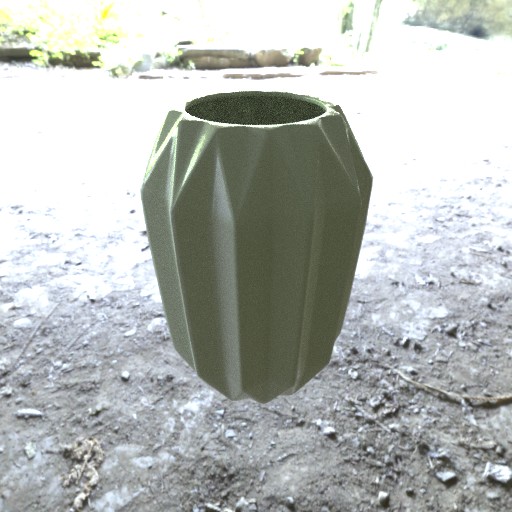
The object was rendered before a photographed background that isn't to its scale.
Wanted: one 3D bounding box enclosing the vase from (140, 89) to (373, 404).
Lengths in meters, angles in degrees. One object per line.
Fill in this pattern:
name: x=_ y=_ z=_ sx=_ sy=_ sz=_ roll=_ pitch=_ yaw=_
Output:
vase: x=0.000 y=0.000 z=0.417 sx=0.195 sy=0.275 sz=0.195 roll=0 pitch=32 yaw=0
